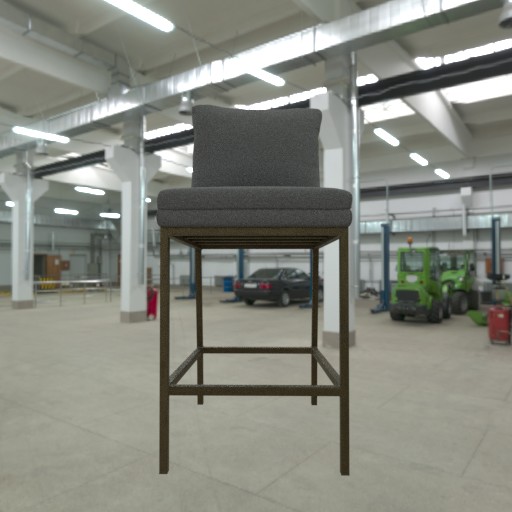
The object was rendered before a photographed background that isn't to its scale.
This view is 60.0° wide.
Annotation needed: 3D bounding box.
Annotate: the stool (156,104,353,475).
[{"bbox_3d":[0.000,0.000,1.310,0.463,1.030,0.569,0,-1,1],"label":"stool"}]
